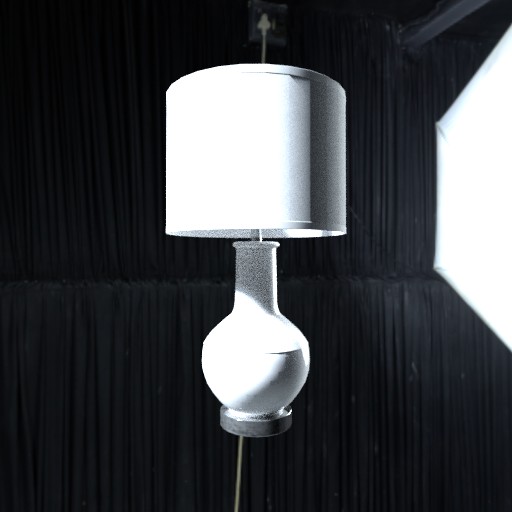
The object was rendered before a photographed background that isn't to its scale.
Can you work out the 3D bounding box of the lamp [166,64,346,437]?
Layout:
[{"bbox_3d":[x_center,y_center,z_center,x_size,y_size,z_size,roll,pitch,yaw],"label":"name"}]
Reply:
[{"bbox_3d":[0.000,0.000,0.894,0.357,0.673,0.357,0,0,-18],"label":"lamp"}]
